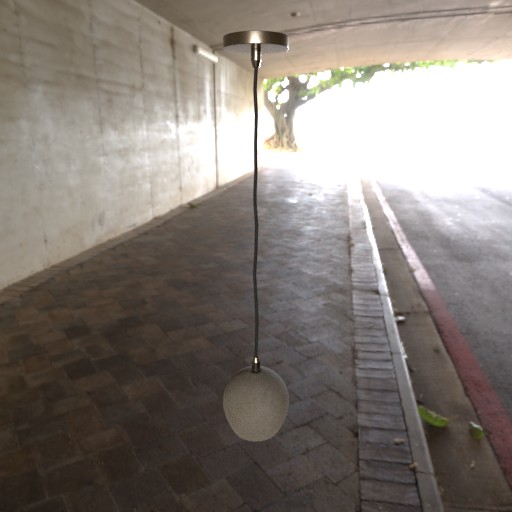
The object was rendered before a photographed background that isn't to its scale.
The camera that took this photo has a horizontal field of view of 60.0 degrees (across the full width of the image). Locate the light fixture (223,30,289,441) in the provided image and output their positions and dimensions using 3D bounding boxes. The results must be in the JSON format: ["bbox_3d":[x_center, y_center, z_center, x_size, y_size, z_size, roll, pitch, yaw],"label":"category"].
[{"bbox_3d":[0.000,0.000,0.850,0.139,0.764,0.139,15,22,41],"label":"light fixture"}]
